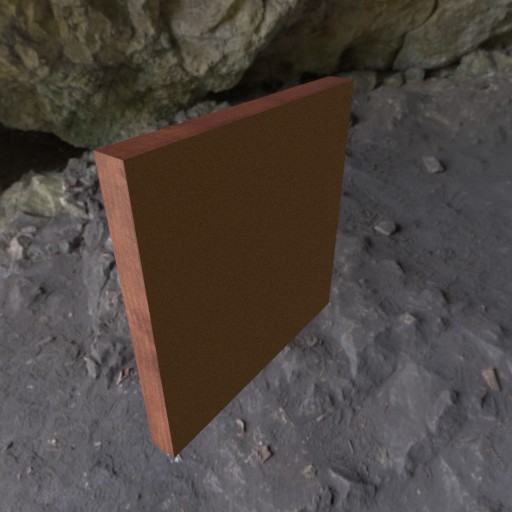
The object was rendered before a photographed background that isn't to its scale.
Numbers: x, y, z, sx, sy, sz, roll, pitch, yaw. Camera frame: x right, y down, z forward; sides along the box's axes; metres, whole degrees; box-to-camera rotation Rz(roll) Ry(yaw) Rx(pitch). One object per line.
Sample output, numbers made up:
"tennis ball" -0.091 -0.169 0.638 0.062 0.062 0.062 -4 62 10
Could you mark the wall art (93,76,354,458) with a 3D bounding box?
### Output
"wall art" 0.000 0.000 0.583 0.038 0.385 0.386 22 39 31
